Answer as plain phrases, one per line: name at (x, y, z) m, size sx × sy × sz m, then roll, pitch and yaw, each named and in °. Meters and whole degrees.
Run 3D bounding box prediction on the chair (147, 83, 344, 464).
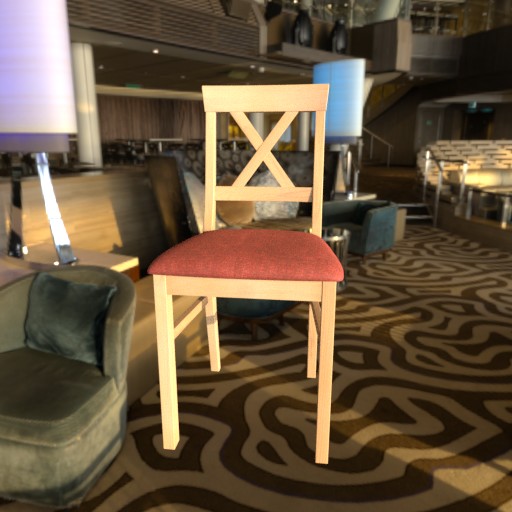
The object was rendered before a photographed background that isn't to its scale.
chair at (0.000, 0.000, 1.189) m, size 0.439 × 0.912 × 0.492 m, roll 2°, pitch 15°, yaw 7°
